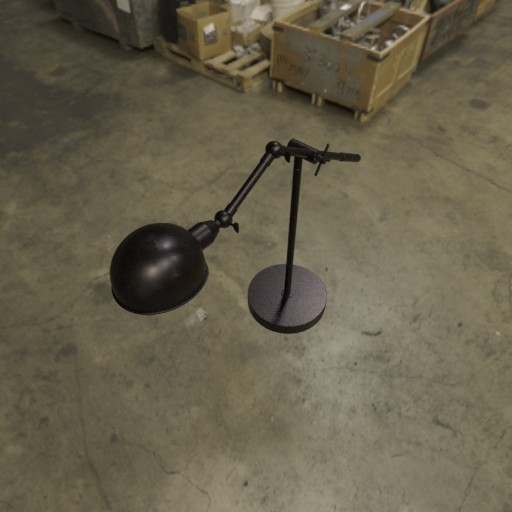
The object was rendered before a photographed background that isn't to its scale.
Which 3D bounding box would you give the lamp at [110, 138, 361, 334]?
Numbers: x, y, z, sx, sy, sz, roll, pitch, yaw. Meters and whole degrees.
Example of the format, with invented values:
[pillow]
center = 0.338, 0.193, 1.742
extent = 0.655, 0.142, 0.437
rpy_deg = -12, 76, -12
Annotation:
[lamp]
center = 0.000, 0.000, 0.824
extent = 0.185, 0.495, 0.567
rpy_deg = 33, 55, 27
